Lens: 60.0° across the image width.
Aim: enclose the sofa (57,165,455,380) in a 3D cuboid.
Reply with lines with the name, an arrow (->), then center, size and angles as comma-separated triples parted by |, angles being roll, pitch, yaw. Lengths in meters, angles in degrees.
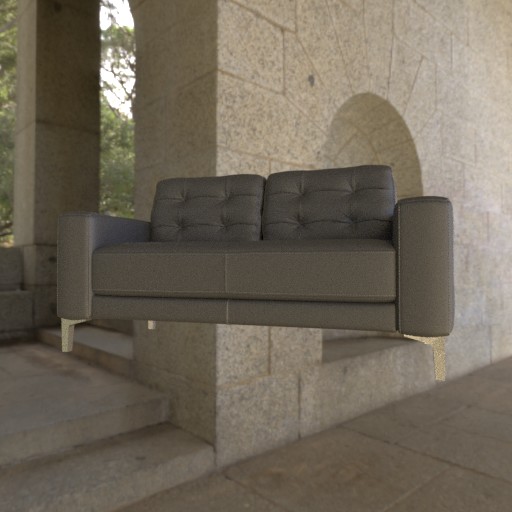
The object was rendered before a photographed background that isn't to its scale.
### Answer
sofa -> 0.000, 0.000, 2.179 | 1.726, 0.892, 0.833 | 0, -1, 18
